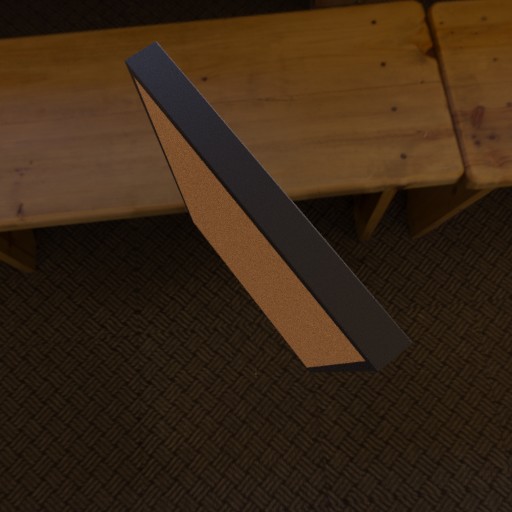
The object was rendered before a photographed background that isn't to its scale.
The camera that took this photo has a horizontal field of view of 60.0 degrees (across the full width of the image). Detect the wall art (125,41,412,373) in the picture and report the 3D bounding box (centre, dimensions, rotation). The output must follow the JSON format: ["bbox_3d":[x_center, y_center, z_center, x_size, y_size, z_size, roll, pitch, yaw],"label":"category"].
[{"bbox_3d":[0.000,0.000,0.494,0.030,0.369,0.294,-37,78,-9],"label":"wall art"}]
